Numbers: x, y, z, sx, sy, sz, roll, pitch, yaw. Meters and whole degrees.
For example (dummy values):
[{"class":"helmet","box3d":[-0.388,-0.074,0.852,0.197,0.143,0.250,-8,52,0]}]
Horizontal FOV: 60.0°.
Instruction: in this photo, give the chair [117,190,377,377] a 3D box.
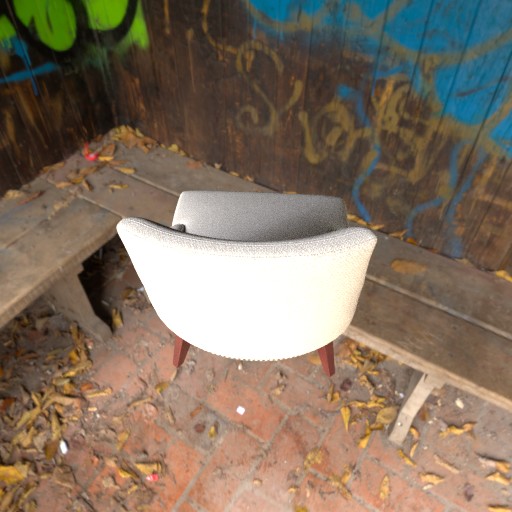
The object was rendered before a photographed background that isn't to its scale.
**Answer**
[{"class":"chair","box3d":[0.000,0.000,1.492,0.701,0.909,0.861,3,47,3]}]
